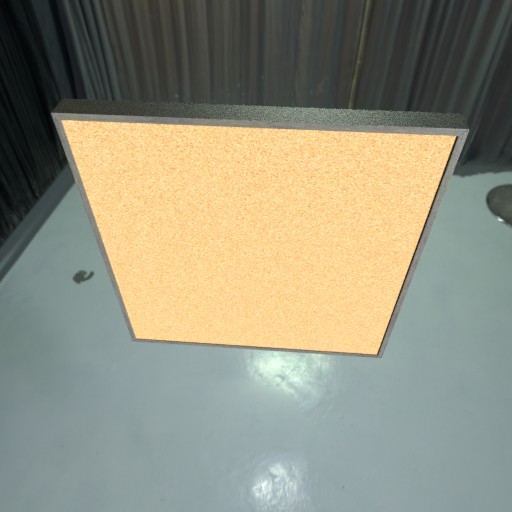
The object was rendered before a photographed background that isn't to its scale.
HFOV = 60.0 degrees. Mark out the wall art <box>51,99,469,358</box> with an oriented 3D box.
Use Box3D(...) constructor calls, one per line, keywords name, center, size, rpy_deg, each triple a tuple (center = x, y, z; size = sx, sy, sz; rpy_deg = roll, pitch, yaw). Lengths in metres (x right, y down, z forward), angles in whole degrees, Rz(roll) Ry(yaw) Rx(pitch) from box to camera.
Box3D(name="wall art", center=(0.000, 0.000, 0.730), size=(0.507, 0.507, 0.037), rpy_deg=(3, 46, 3))
